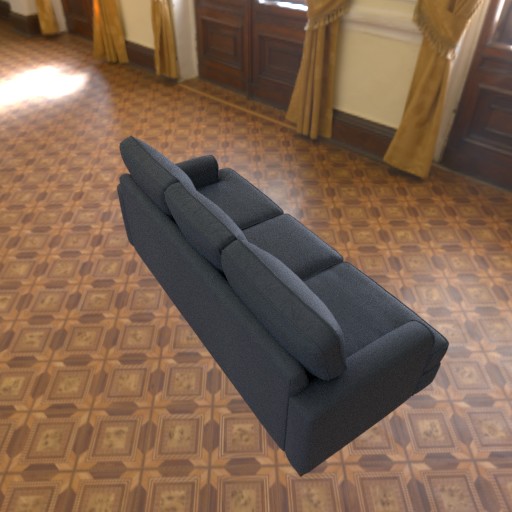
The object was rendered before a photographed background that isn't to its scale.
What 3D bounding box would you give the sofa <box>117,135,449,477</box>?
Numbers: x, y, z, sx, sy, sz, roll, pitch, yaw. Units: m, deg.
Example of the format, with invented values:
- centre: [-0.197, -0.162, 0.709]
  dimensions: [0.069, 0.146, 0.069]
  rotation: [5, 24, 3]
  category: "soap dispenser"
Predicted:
- centre: [0.000, 0.000, 2.666]
  dimensions: [0.951, 0.965, 2.158]
  rotation: [-23, 46, -25]
  category: "sofa"
